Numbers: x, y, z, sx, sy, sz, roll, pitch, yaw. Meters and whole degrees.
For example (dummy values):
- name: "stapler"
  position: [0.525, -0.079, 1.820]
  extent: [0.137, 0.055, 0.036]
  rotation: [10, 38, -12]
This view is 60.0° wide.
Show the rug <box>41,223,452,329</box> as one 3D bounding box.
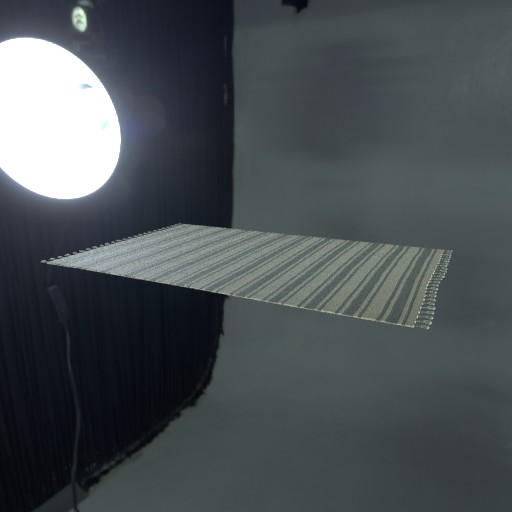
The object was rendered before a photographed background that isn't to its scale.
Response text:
- name: "rug"
  position: [0.000, 0.000, 3.052]
  extent: [2.410, 0.011, 1.539]
  rotation: [7, 16, 26]
